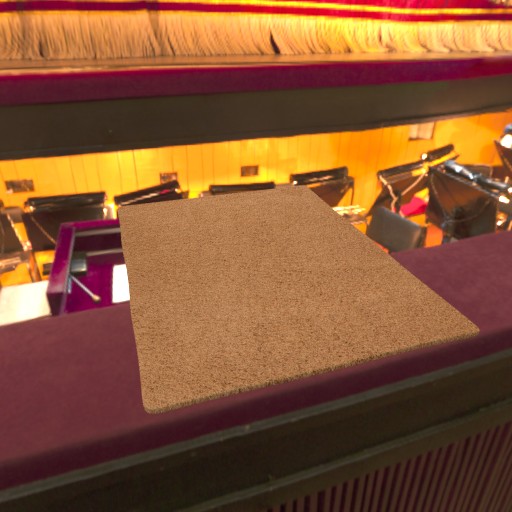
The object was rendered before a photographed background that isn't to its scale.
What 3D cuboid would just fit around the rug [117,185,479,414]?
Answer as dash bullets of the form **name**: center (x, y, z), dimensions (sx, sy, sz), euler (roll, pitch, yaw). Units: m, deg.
- **rug**: center (0.000, 0.000, 2.108), dimensions (1.199, 0.025, 1.600), euler (-9, 30, -16)
